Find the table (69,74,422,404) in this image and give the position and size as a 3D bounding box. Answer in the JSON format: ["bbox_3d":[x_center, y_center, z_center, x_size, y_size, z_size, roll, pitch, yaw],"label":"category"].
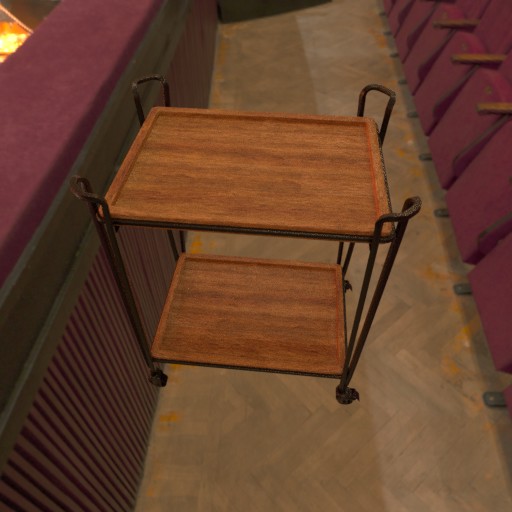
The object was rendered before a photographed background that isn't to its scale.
[{"bbox_3d":[0.000,0.000,1.243,0.672,0.785,0.505,4,47,4],"label":"table"}]
